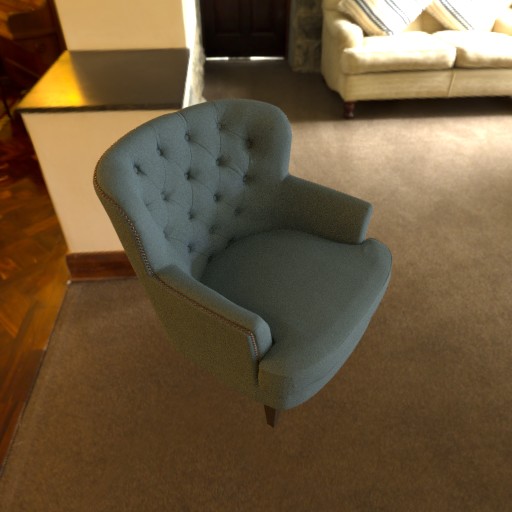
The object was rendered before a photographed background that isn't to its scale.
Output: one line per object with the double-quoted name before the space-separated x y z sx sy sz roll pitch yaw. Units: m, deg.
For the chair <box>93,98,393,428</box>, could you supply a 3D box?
"chair" 0.000 0.000 1.650 0.906 0.868 0.848 25 46 27
